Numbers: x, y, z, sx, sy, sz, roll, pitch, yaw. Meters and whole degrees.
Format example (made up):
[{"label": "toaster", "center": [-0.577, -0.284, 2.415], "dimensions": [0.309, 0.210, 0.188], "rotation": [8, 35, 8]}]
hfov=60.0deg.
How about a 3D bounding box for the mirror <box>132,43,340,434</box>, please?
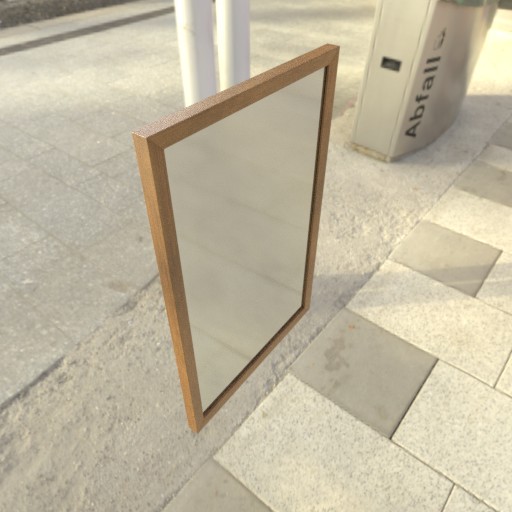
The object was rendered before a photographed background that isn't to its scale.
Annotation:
[{"label": "mirror", "center": [0.000, 0.000, 1.172], "dimensions": [0.040, 0.915, 0.609], "rotation": [26, 47, 27]}]
